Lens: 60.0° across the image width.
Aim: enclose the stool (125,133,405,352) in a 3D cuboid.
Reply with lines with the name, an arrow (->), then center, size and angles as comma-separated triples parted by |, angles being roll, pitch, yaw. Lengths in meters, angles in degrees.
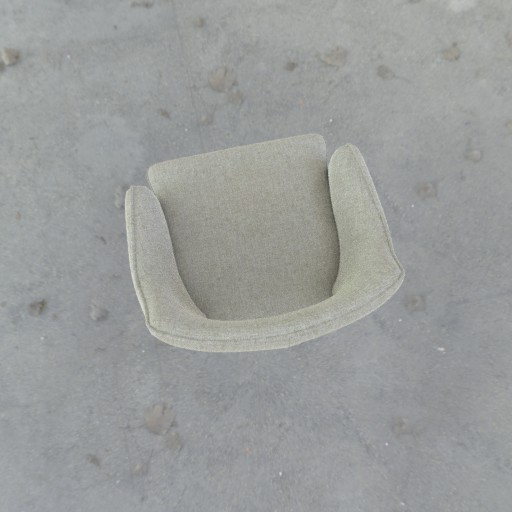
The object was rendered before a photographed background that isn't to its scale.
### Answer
stool -> 0.000, 0.000, 1.284 | 0.599, 0.944, 0.558 | -12, 77, -3
